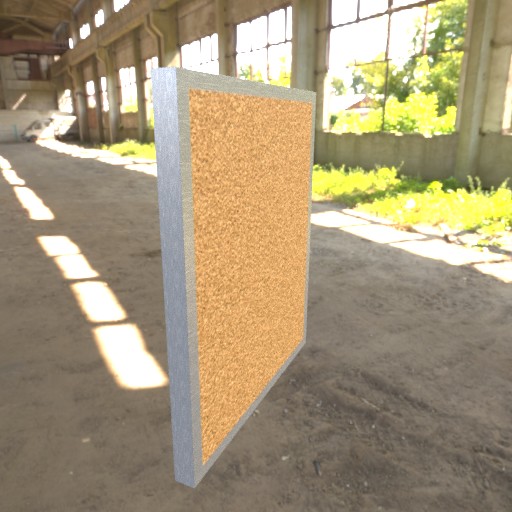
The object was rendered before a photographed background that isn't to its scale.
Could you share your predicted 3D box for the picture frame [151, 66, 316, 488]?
[{"bbox_3d":[0.000,0.000,0.521,0.027,0.378,0.327,8,19,24],"label":"picture frame"}]
